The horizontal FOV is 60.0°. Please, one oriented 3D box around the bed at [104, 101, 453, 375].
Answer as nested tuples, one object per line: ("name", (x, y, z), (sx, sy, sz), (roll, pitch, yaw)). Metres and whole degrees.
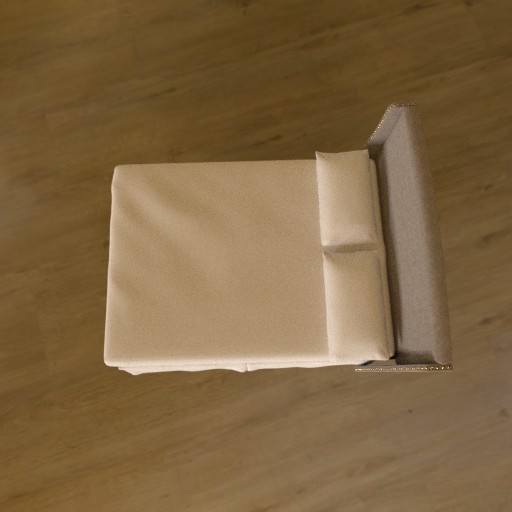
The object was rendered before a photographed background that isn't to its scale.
("bed", (0.000, 0.000, 3.283), (2.237, 1.407, 1.710), (-2, 76, 0))
